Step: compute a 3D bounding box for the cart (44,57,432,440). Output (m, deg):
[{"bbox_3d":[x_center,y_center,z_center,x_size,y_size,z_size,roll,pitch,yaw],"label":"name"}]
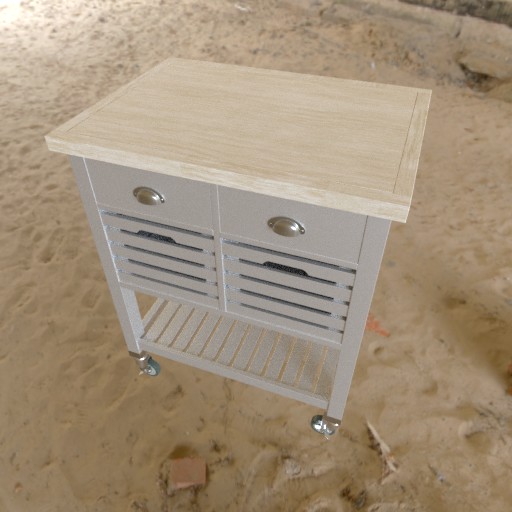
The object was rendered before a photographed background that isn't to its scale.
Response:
[{"bbox_3d":[0.000,0.000,1.349,0.762,0.914,0.559,14,43,15],"label":"cart"}]
